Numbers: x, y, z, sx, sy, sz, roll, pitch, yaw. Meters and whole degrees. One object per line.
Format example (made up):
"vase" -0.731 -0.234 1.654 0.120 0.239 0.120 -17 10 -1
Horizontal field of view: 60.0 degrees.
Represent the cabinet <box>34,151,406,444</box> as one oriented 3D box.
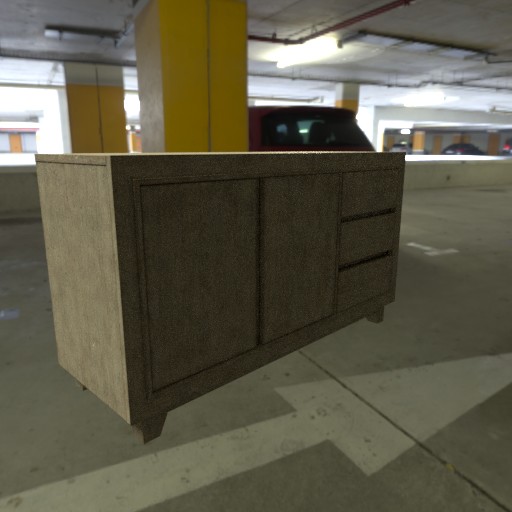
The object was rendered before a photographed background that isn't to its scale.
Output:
"cabinet" 0.000 0.000 1.815 1.460 0.825 0.511 -13 19 -43
